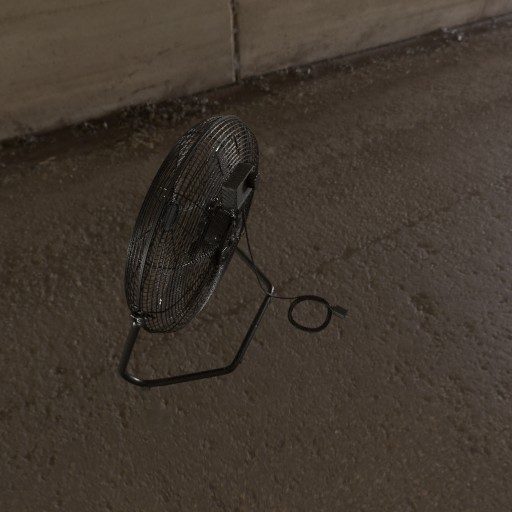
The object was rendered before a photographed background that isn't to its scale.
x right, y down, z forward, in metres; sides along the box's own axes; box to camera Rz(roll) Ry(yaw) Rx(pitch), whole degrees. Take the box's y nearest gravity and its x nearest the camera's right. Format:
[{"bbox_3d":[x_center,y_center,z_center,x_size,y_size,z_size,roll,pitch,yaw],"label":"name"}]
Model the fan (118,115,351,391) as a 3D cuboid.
[{"bbox_3d":[0.000,0.000,1.031,0.470,0.605,0.595,17,49,15],"label":"fan"}]
